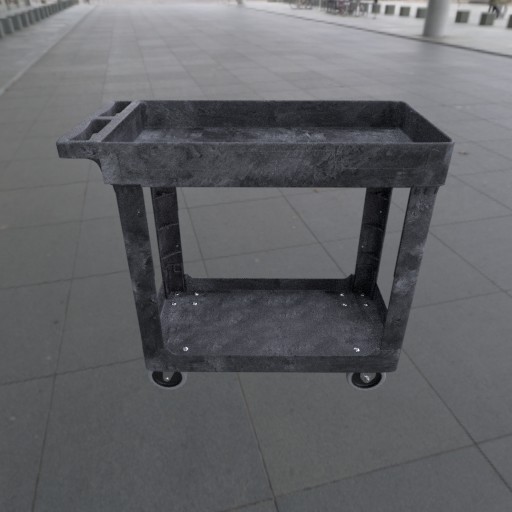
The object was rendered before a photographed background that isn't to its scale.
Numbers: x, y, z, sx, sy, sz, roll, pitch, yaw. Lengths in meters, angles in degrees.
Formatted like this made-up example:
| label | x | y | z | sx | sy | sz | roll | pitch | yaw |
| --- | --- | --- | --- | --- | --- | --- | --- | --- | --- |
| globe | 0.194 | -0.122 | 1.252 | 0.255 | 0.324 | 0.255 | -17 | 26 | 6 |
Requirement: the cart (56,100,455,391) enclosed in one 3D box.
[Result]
| label | x | y | z | sx | sy | sz | roll | pitch | yaw |
| --- | --- | --- | --- | --- | --- | --- | --- | --- | --- |
| cart | 0.000 | 0.000 | 1.345 | 0.877 | 0.824 | 0.420 | 0 | 31 | 0 |
